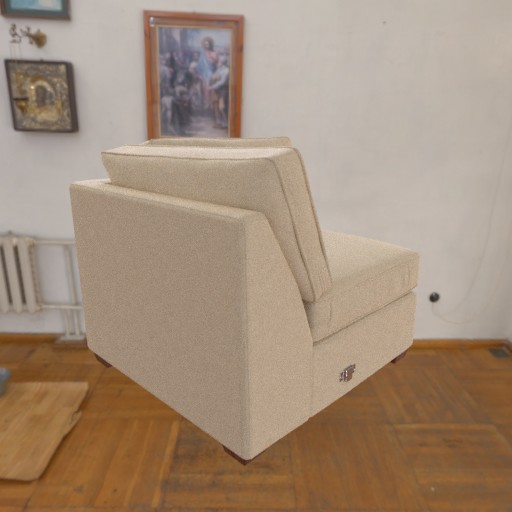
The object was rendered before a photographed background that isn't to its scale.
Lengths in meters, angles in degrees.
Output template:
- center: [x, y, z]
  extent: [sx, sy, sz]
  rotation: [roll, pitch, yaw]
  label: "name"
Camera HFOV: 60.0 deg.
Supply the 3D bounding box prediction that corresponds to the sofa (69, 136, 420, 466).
- center: [0.000, 0.000, 1.952]
  extent: [1.084, 1.002, 1.146]
  rotation: [15, 22, 43]
  label: "sofa"
